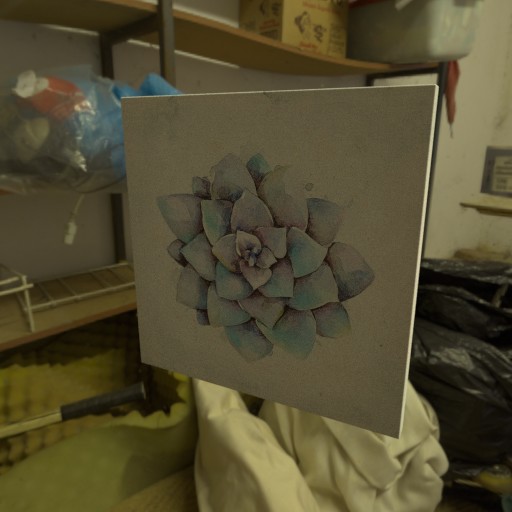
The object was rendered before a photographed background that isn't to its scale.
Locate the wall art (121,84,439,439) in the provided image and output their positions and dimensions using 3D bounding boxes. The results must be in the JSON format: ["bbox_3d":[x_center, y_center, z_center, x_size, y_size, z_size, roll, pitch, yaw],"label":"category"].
[{"bbox_3d":[0.000,0.000,0.882,0.612,0.612,0.040,8,18,26],"label":"wall art"}]
